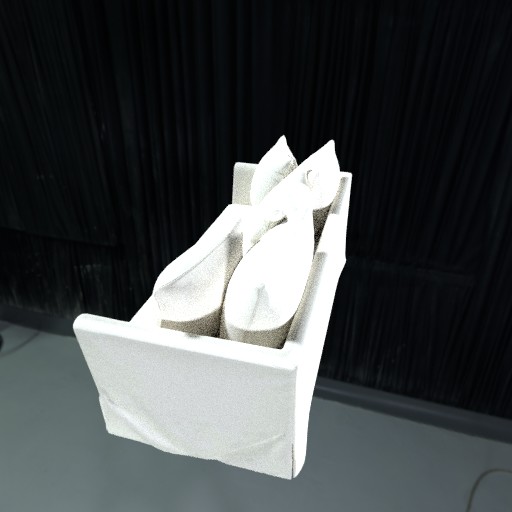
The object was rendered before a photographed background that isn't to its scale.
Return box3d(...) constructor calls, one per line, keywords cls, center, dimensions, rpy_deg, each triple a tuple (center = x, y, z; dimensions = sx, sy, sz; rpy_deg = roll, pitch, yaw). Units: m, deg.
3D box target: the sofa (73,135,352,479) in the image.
box3d(cls="sofa", center=(0.000, 0.000, 2.811), dimensions=(1.031, 1.034, 2.290), rpy_deg=(8, 30, 14))
